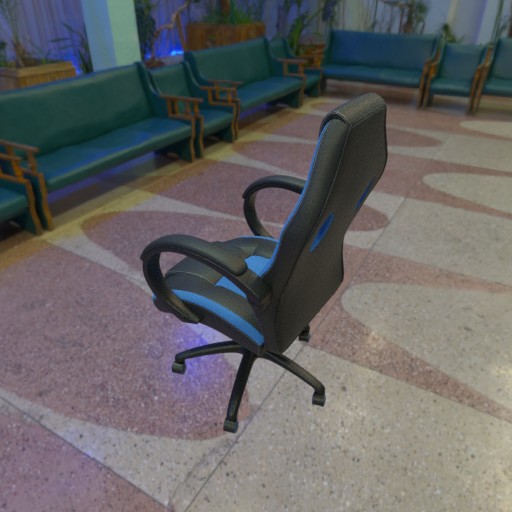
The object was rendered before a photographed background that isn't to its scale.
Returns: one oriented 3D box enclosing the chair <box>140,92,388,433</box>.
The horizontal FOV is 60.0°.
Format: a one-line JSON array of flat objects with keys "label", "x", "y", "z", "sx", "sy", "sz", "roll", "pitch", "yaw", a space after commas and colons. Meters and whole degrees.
[{"label": "chair", "x": 0.000, "y": 0.000, "z": 1.628, "sx": 0.724, "sy": 1.187, "sz": 0.673, "roll": 19, "pitch": 37, "yaw": 28}]
